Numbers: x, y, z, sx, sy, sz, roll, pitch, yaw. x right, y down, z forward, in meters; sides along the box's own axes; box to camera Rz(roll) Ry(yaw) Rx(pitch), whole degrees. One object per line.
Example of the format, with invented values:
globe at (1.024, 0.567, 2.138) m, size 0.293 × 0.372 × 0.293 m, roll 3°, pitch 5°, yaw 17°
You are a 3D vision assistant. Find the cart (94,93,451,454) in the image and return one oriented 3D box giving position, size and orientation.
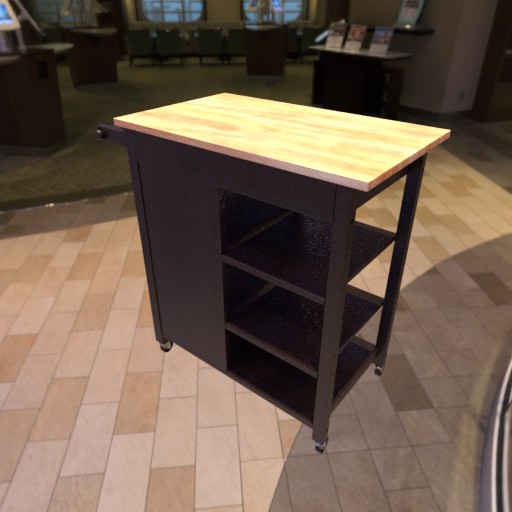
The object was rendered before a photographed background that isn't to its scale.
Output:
cart at (0.000, 0.000, 1.459) m, size 0.914 × 0.878 × 0.472 m, roll 22°, pitch 37°, yaw 32°
